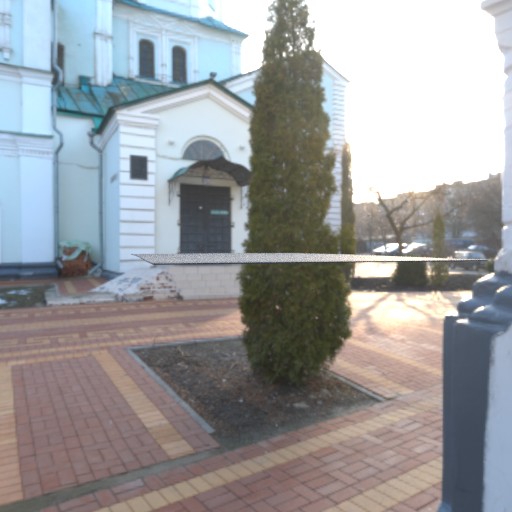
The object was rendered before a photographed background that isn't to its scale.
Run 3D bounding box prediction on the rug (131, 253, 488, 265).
[{"bbox_3d":[0.000,0.000,2.180,1.135,0.010,1.740,0,1,-17],"label":"rug"}]
